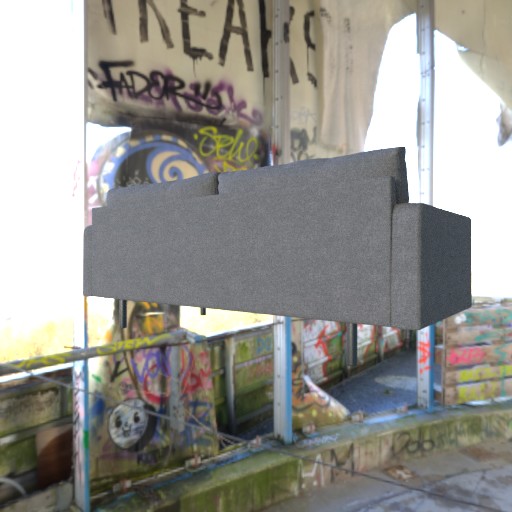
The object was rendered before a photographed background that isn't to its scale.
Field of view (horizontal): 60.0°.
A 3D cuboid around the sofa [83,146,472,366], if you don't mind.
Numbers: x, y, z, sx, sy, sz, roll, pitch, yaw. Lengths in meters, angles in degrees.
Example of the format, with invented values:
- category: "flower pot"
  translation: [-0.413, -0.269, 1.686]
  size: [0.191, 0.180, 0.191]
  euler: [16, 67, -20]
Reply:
- category: "sofa"
  translation: [0.000, 0.000, 2.522]
  size: [2.100, 0.880, 0.880]
  euler: [0, 0, 37]
